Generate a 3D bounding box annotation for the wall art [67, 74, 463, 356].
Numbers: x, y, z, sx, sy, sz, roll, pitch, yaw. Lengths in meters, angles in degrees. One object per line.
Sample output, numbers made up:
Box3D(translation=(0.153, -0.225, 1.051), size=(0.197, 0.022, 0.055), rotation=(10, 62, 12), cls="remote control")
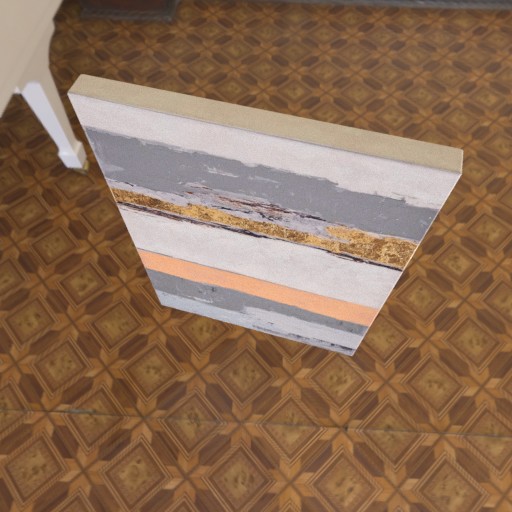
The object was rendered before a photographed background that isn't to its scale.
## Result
Box3D(translation=(0.000, 0.000, 0.763), size=(0.456, 0.609, 0.038), rotation=(14, 61, 8), cls="wall art")
